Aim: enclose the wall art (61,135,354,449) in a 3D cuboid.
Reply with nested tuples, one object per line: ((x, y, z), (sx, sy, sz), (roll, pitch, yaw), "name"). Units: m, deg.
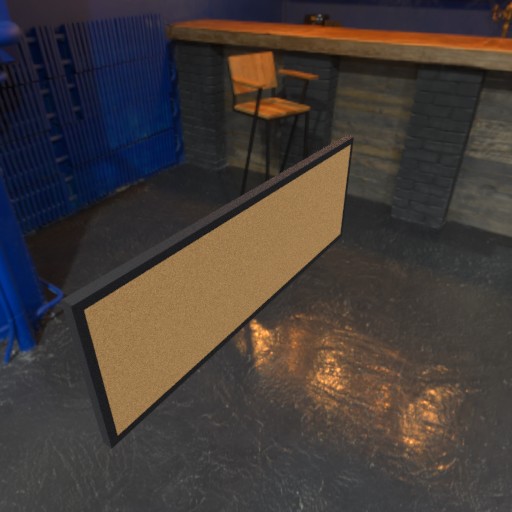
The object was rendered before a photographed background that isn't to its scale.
((0.000, 0.000, 1.745), (0.041, 0.554, 1.572), (21, 38, 29), "wall art")
